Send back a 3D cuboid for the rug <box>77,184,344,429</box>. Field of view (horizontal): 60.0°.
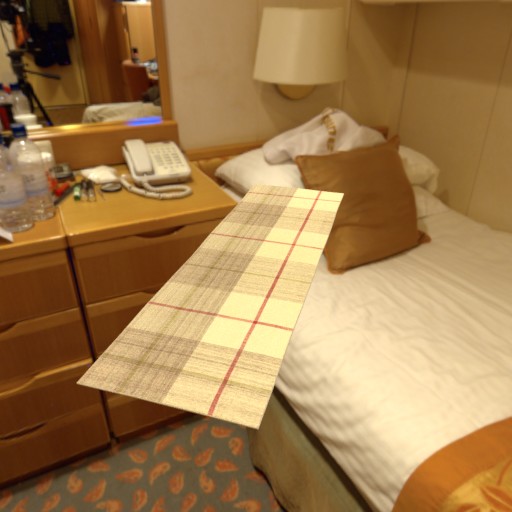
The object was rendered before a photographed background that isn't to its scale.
[{"bbox_3d":[0.000,0.000,2.701,0.762,0.013,2.439,8,30,15],"label":"rug"}]
